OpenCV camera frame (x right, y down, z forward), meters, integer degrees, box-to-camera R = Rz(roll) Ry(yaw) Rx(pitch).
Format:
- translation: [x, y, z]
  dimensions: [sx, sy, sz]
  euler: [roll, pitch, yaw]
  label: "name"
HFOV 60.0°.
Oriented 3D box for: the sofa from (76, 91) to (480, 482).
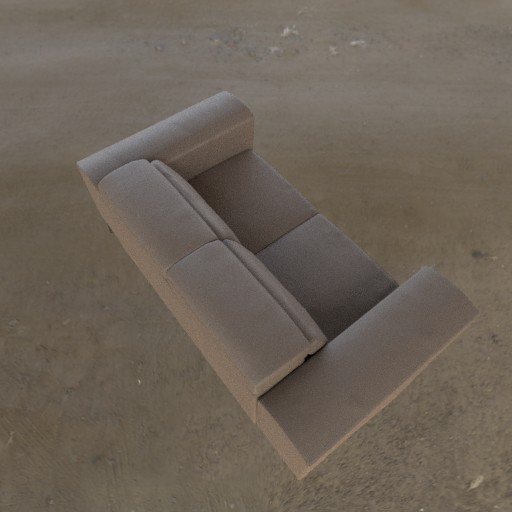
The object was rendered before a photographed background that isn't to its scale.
- translation: [0.000, 0.000, 2.314]
  dimensions: [1.003, 0.779, 1.895]
  euler: [-33, 63, -19]
  label: "sofa"
